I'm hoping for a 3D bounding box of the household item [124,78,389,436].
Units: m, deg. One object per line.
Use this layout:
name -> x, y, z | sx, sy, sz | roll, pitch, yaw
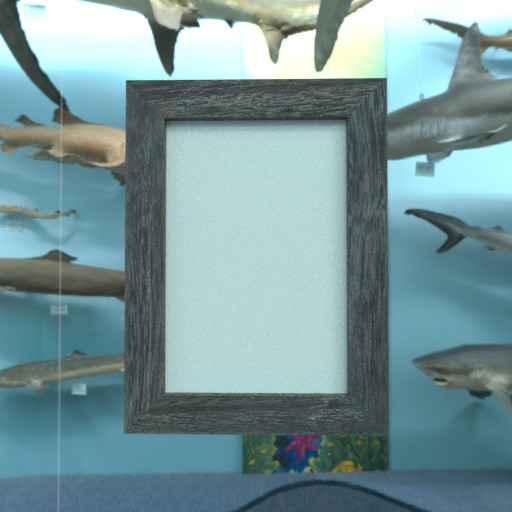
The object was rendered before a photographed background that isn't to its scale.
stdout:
household item -> 0.000, 0.000, 0.234 | 0.133, 0.180, 0.020 | 0, -1, 1
